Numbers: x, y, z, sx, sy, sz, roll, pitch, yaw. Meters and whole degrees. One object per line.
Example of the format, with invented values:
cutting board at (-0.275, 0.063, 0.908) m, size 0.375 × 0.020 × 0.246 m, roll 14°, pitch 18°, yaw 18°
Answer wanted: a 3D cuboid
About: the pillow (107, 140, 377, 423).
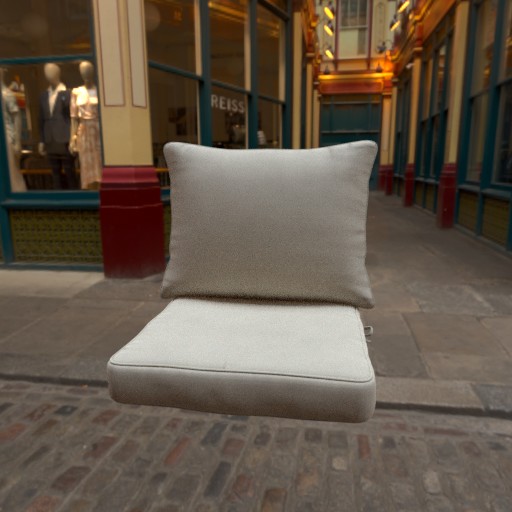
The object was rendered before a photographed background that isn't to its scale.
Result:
pillow at (0.000, 0.000, 1.382) m, size 0.798 × 0.716 × 0.733 m, roll 2°, pitch 12°, yaw 8°
